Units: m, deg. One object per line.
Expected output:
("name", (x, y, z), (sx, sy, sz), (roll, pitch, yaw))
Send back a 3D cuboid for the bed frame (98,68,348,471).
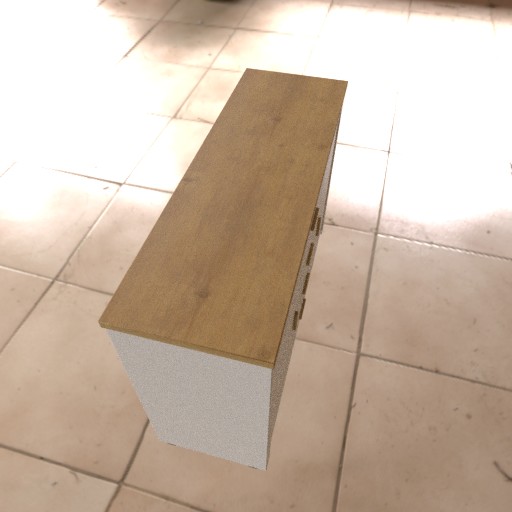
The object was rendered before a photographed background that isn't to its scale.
("bed frame", (0.000, 0.000, 1.743), (0.430, 0.850, 1.300), (11, 50, 10))
